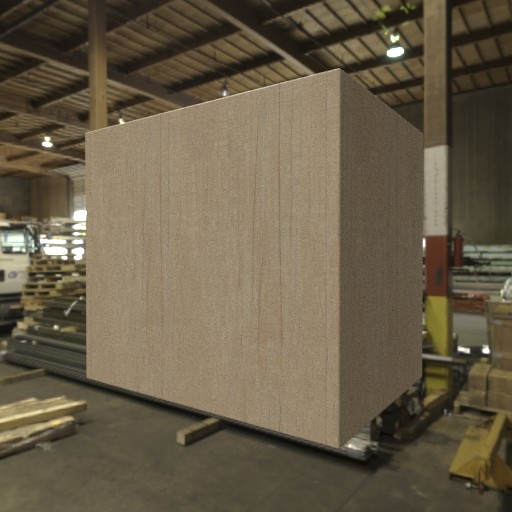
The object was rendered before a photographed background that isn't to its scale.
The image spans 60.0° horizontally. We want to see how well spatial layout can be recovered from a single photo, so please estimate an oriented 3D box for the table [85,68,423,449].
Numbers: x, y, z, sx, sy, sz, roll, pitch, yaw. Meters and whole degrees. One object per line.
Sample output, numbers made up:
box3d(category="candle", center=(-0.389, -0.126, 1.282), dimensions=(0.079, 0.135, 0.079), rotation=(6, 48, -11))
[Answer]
box3d(category="table", center=(0.000, 0.000, 0.927), dimensions=(0.570, 0.510, 0.420), rotation=(1, 1, 35))
